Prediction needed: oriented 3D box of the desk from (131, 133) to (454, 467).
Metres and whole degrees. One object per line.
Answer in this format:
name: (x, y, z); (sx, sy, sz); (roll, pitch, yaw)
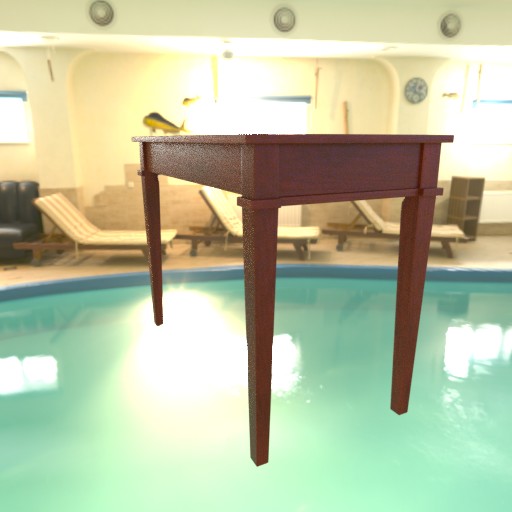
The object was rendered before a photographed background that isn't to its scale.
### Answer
desk: (0.000, 0.000, 1.459); (0.549, 0.762, 1.001); (-7, 16, -26)
